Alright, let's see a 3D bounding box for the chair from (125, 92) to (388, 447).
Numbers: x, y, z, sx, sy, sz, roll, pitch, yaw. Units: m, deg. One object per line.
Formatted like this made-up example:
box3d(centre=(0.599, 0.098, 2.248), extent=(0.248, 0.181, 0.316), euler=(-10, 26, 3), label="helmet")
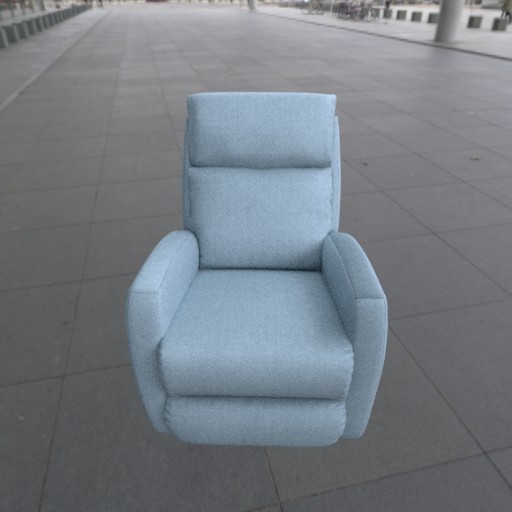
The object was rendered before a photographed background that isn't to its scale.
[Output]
box3d(centre=(0.000, 0.000, 1.636), extent=(0.812, 1.013, 0.940), euler=(1, 31, 1), label="chair")
